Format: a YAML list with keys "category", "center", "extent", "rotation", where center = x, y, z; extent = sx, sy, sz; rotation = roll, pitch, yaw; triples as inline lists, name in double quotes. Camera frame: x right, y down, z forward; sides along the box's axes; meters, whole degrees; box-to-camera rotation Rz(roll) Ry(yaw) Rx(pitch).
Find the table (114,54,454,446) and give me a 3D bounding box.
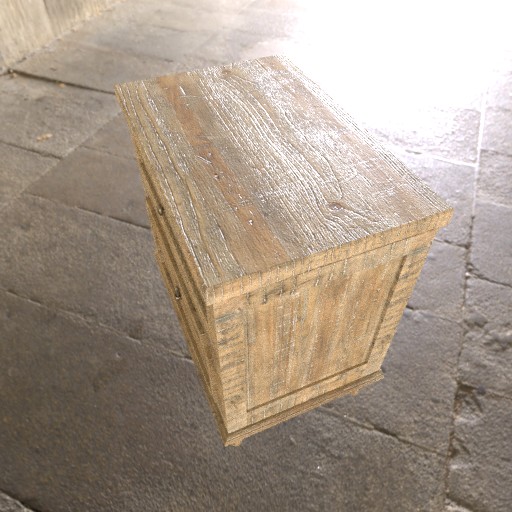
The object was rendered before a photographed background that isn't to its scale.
- category: "table"
  center: [0.000, 0.000, 1.162]
  extent: [0.457, 0.711, 0.686]
  rotation: [-17, 50, -15]
